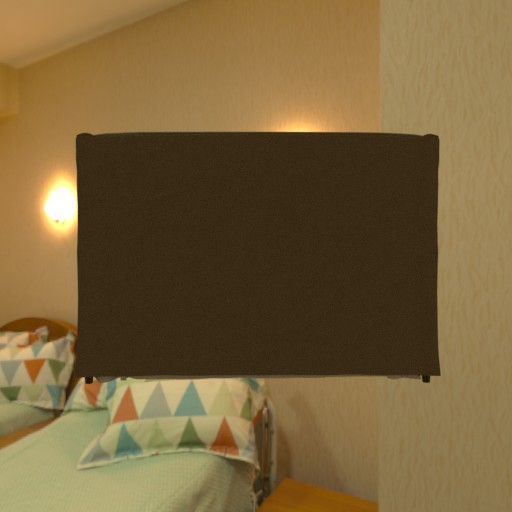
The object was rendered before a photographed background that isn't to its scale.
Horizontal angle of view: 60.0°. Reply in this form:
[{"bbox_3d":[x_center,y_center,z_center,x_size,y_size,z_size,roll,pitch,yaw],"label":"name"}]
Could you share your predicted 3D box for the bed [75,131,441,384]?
[{"bbox_3d":[0.000,0.000,3.432,1.925,1.332,2.276,0,1,-1],"label":"bed"}]
